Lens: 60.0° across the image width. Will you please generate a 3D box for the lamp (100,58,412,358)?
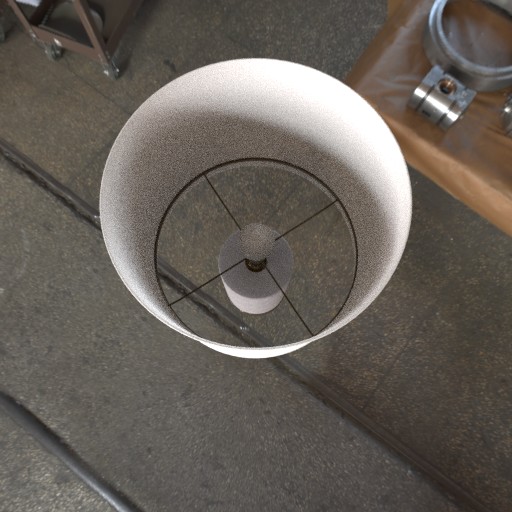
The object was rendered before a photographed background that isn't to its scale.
[{"bbox_3d":[0.000,0.000,0.509,0.229,0.380,0.229,0,76,0],"label":"lamp"}]
